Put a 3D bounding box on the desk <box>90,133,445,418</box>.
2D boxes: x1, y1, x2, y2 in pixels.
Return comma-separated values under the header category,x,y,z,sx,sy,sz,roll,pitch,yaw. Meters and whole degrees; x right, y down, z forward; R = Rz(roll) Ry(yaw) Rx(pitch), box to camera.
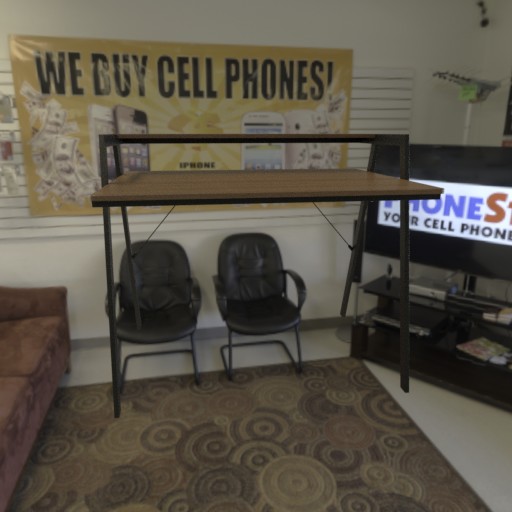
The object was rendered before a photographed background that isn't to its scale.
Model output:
category,x,y,z,sx,sy,sz,roll,pitch,yaw
desk,0.000,0.000,1.883,1.143,0.998,0.936,-2,16,-8
